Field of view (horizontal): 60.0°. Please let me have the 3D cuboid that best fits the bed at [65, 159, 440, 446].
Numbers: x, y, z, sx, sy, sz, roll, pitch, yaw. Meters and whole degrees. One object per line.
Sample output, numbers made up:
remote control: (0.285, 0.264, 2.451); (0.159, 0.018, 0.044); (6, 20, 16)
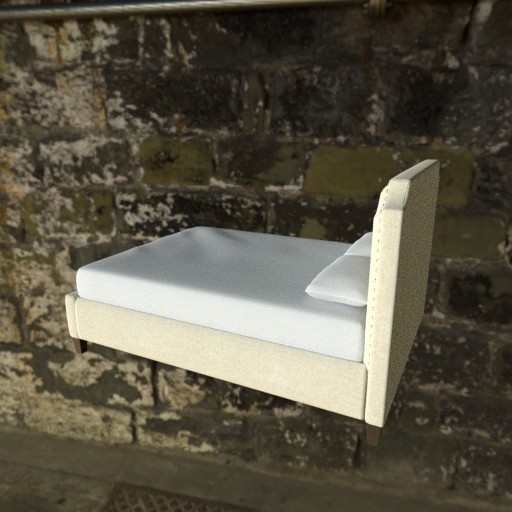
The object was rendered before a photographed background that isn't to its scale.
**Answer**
bed: (0.000, 0.000, 3.444); (2.381, 1.457, 1.713); (8, 18, 26)
